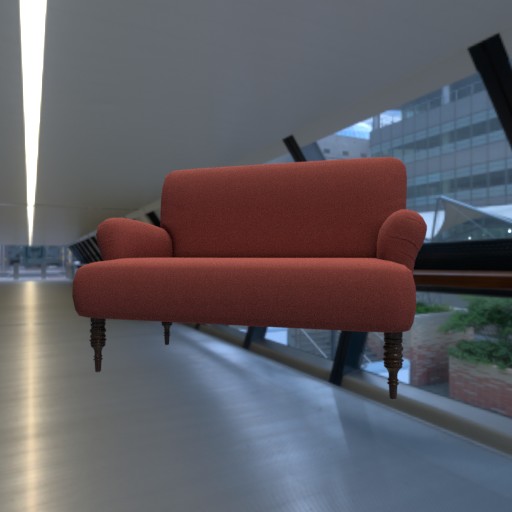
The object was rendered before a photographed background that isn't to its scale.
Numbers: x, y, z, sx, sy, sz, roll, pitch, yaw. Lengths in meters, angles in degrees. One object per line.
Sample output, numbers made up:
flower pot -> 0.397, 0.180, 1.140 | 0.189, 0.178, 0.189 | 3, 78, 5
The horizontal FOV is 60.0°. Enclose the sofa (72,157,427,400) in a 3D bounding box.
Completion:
sofa -> 0.000, 0.000, 1.823 | 1.297, 0.889, 0.779 | 0, 0, 17
